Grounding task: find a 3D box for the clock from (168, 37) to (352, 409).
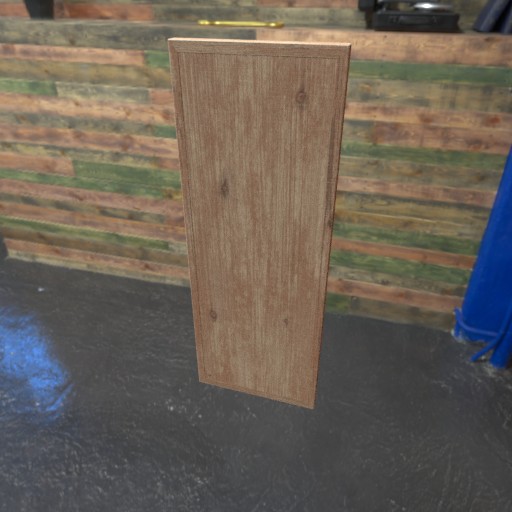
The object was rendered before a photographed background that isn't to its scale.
[{"bbox_3d":[0.000,0.000,1.101,0.361,0.965,0.030,9,32,15],"label":"clock"}]
